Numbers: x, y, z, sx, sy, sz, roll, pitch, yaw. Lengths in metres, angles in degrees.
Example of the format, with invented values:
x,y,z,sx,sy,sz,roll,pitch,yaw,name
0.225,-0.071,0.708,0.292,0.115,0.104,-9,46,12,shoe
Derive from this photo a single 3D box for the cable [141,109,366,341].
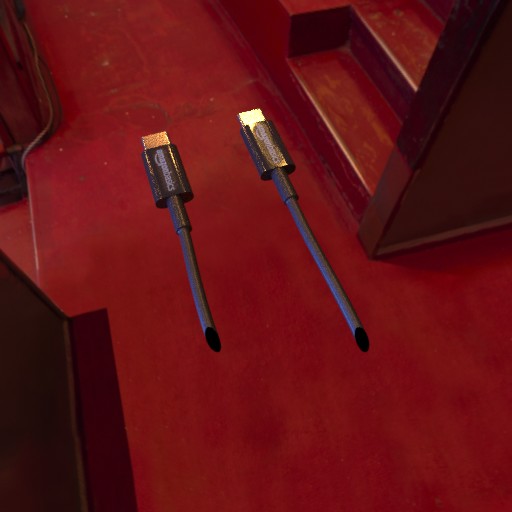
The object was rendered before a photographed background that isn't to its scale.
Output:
x,y,z,sx,sy,sz,roll,pitch,yaw,name
0.000,0.000,0.111,0.041,0.005,0.098,-17,61,-10,cable
